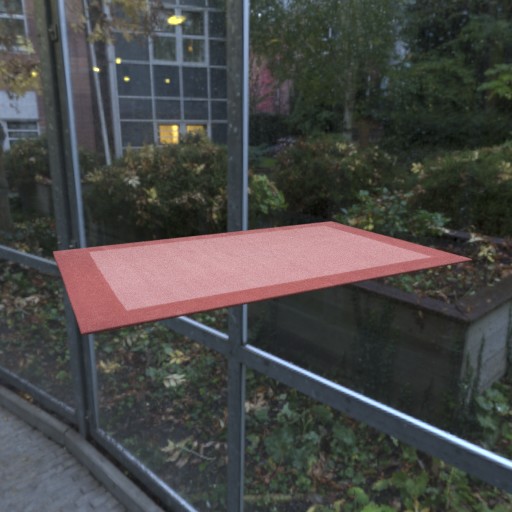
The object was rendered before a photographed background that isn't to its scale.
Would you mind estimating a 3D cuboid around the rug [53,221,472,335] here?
[{"bbox_3d":[0.000,0.000,3.027,2.438,0.014,1.524,-8,17,-27],"label":"rug"}]
